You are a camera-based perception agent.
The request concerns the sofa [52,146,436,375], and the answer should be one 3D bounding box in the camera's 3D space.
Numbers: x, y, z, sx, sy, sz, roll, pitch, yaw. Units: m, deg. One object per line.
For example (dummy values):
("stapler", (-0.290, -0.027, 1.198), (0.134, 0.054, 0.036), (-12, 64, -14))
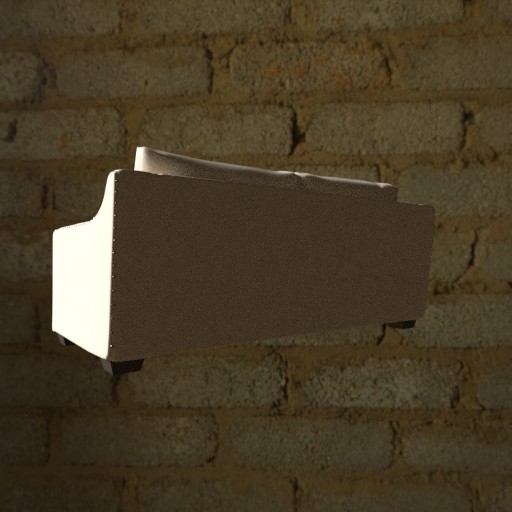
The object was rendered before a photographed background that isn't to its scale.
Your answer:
("sofa", (0.000, 0.000, 2.331), (1.812, 0.830, 0.949), (0, 0, -36))
